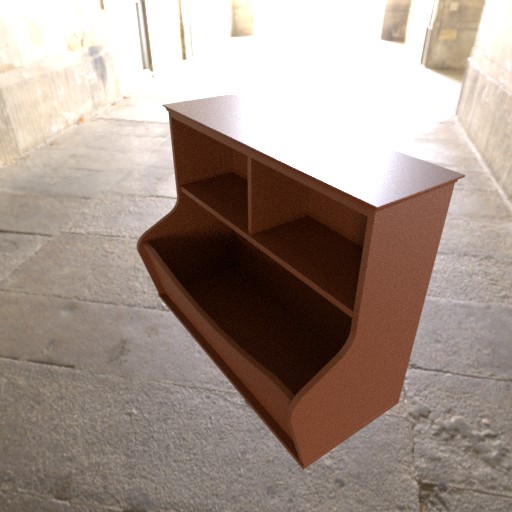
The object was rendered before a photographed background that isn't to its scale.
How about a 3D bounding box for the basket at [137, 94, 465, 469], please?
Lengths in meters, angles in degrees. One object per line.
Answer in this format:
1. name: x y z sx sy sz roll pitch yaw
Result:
1. basket: 0.000 0.000 1.156 0.376 0.625 0.792 -20 38 -29
